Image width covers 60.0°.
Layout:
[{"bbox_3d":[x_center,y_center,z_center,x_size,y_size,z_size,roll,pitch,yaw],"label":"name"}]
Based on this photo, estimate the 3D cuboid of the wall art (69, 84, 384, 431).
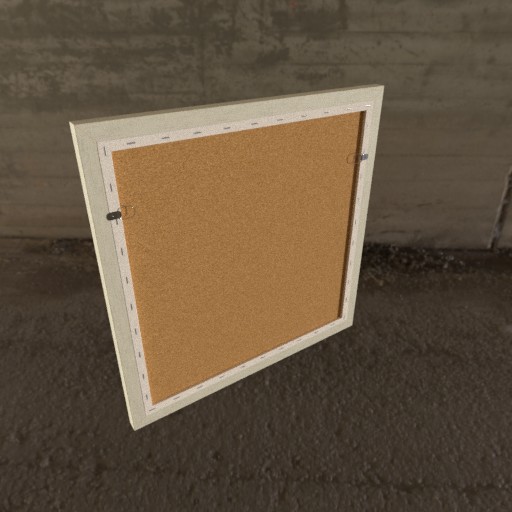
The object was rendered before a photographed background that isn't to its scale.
[{"bbox_3d":[0.000,0.000,1.509,1.016,1.016,0.045,-18,34,-29],"label":"wall art"}]
